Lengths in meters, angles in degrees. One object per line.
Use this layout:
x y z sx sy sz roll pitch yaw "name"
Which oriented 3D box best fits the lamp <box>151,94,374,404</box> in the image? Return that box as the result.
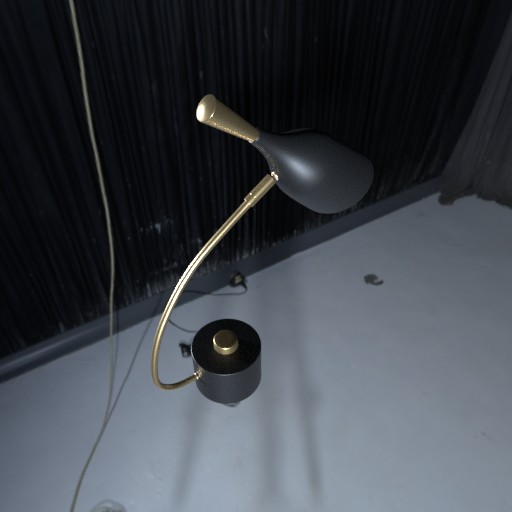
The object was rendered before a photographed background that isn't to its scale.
0.000 0.000 0.606 0.352 0.464 0.110 -24 46 -25 "lamp"
